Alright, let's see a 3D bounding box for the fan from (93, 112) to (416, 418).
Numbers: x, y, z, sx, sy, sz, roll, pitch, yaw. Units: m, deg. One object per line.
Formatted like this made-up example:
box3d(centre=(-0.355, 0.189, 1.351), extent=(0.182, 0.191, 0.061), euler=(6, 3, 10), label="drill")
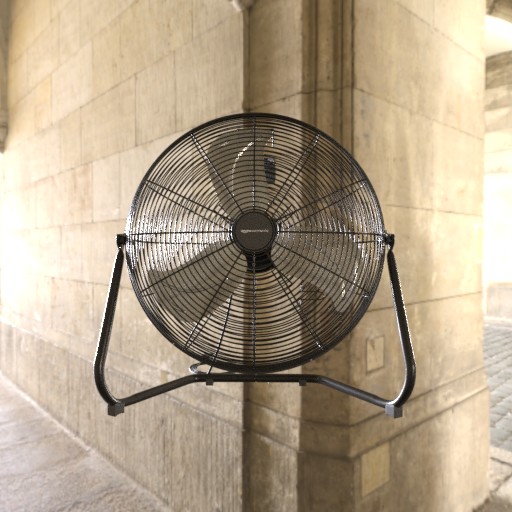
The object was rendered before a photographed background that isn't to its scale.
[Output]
box3d(centre=(0.000, 0.000, 1.040), extent=(0.595, 0.605, 0.470), euler=(0, 1, 1), label="fan")
